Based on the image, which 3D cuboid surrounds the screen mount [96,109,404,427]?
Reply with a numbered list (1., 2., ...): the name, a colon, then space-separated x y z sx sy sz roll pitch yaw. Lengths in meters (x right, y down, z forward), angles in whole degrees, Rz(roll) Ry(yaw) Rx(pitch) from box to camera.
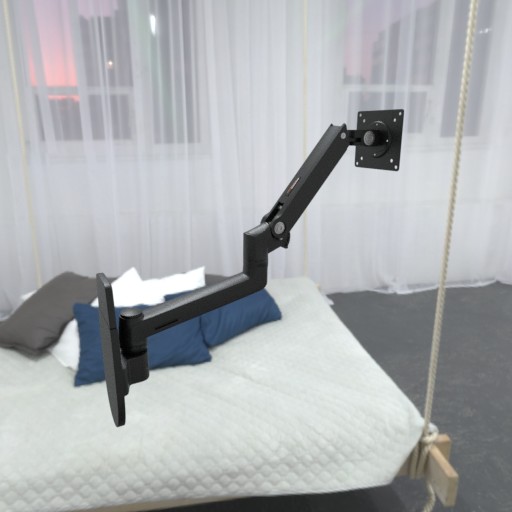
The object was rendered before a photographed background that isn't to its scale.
1. screen mount: 0.000 0.000 0.731 0.495 0.466 0.115 -8 18 -27
